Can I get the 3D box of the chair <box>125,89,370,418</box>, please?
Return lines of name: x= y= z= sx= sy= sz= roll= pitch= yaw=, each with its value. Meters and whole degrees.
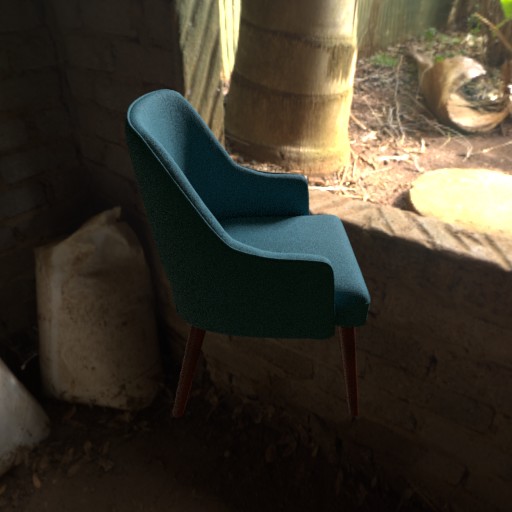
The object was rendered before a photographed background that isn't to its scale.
chair: x=0.000 y=0.000 z=1.266 sx=0.605 sy=0.849 sz=0.548 roll=-1 pitch=33 yaw=-1
